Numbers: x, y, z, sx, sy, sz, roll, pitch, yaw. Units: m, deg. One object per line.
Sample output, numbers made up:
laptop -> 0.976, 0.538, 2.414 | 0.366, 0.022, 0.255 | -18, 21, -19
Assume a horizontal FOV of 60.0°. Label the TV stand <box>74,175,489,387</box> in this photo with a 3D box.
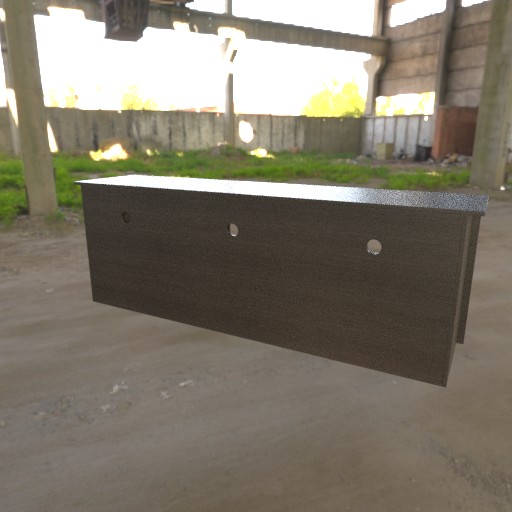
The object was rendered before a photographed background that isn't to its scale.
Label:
TV stand -> 0.000, 0.000, 1.987 | 1.778, 0.610, 0.406 | 8, 18, 27
